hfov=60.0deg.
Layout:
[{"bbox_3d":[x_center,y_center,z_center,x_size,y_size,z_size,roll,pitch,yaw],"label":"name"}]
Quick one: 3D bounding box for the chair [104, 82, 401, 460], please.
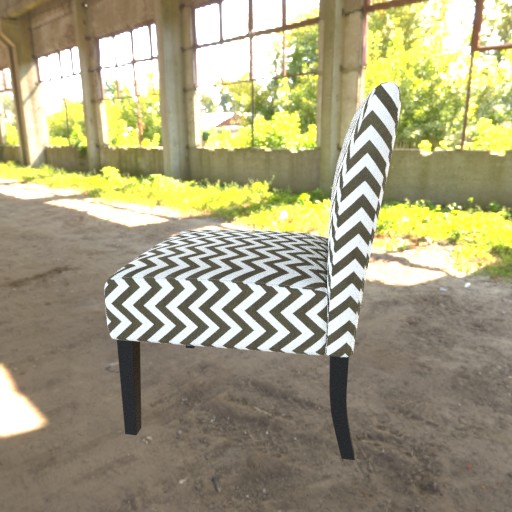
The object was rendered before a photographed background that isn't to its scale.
[{"bbox_3d":[0.000,0.000,1.234,0.648,0.838,0.589,2,15,9],"label":"chair"}]
